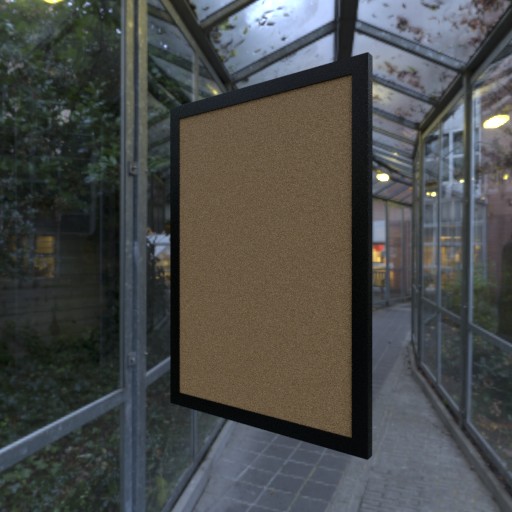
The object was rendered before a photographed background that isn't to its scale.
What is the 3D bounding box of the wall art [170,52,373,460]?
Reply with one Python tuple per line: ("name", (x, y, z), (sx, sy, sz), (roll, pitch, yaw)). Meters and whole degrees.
("wall art", (0.000, 0.000, 0.857), (0.462, 0.656, 0.019), (0, 0, 37))
